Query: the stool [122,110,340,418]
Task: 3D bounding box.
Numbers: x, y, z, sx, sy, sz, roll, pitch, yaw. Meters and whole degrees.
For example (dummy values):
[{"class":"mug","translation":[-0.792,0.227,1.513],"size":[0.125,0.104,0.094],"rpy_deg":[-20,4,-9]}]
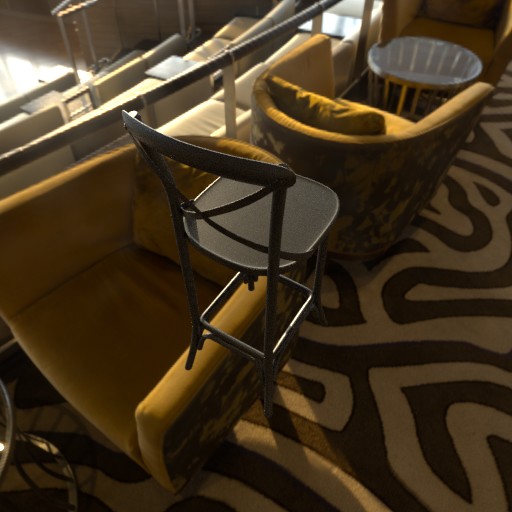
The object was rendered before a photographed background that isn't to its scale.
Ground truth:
[{"class":"stool","translation":[0.000,0.000,1.471],"size":[0.457,1.168,0.584],"rpy_deg":[24,51,21]}]
